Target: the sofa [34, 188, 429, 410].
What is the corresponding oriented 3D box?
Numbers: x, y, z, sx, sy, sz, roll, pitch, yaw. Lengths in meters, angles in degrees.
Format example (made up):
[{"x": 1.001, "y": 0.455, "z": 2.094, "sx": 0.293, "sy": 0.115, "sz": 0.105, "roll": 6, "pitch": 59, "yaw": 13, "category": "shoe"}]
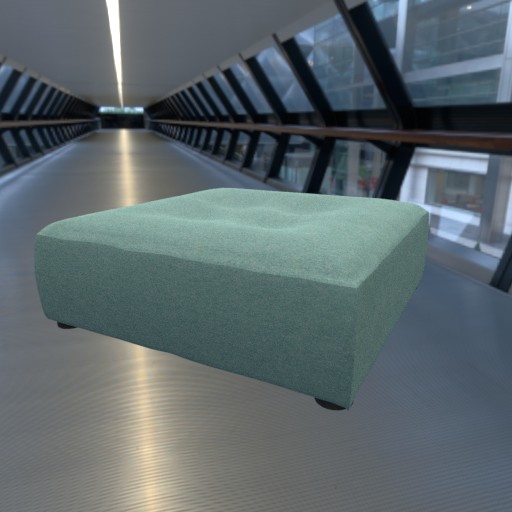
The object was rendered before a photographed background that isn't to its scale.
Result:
[{"x": 0.000, "y": 0.000, "z": 1.443, "sx": 0.930, "sy": 0.330, "sz": 0.930, "roll": 8, "pitch": 18, "yaw": 27, "category": "sofa"}]
